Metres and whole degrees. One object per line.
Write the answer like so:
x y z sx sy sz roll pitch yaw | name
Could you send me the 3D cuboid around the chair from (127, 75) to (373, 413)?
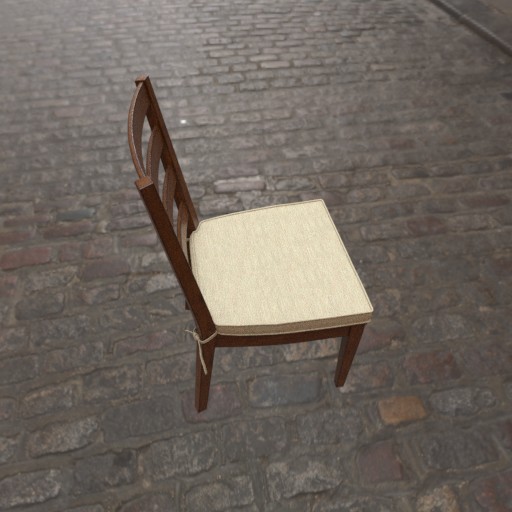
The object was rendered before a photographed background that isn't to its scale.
0.000 0.000 1.391 0.595 0.979 0.593 -8 46 -7 | chair
